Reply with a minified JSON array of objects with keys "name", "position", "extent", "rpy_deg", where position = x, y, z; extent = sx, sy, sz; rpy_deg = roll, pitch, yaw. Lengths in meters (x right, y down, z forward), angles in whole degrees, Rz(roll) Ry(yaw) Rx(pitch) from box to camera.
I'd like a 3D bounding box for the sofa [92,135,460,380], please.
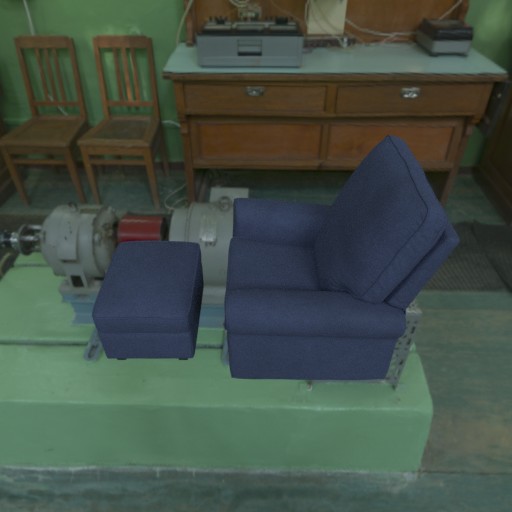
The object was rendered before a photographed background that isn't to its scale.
[{"name":"sofa","position":[0.000,0.000,2.077],"extent":[1.478,0.959,0.880],"rpy_deg":[0,40,0]}]
